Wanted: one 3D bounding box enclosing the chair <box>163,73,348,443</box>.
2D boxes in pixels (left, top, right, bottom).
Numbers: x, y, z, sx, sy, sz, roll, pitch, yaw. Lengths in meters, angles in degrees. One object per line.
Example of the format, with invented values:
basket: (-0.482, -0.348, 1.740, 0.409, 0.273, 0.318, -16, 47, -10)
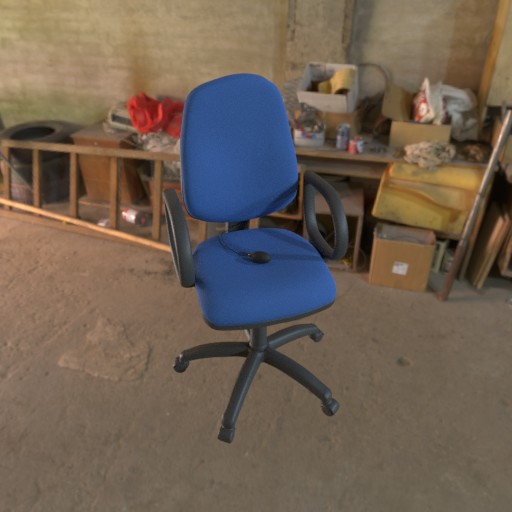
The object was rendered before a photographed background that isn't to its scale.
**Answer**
chair: (0.000, 0.000, 1.277, 0.552, 0.905, 0.549, -9, 34, -14)
